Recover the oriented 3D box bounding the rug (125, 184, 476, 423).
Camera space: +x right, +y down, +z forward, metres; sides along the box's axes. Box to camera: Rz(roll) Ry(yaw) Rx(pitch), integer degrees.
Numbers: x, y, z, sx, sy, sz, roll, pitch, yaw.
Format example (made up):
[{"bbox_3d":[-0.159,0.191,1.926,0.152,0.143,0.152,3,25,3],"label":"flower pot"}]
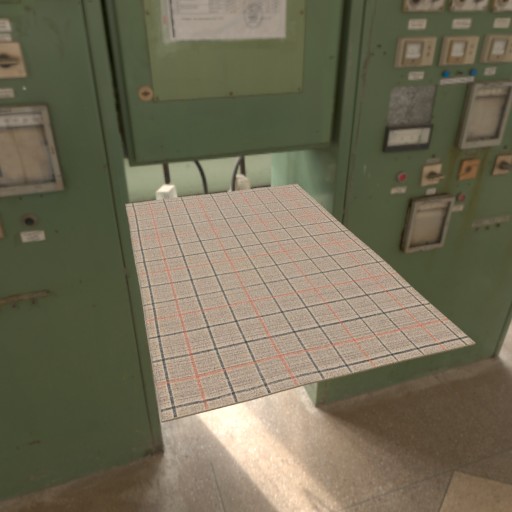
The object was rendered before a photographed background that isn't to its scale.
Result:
[{"bbox_3d":[0.000,0.000,2.326,1.220,0.013,1.829,-9,31,-15],"label":"rug"}]
